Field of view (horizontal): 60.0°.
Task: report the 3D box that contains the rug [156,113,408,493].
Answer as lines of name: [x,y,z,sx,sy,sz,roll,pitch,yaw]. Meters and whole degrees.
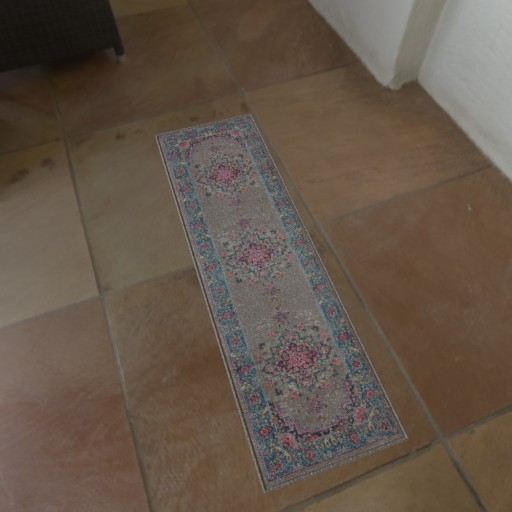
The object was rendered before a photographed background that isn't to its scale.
rug: [0.000,0.000,2.008,0.553,0.012,1.827,-16,59,-10]
